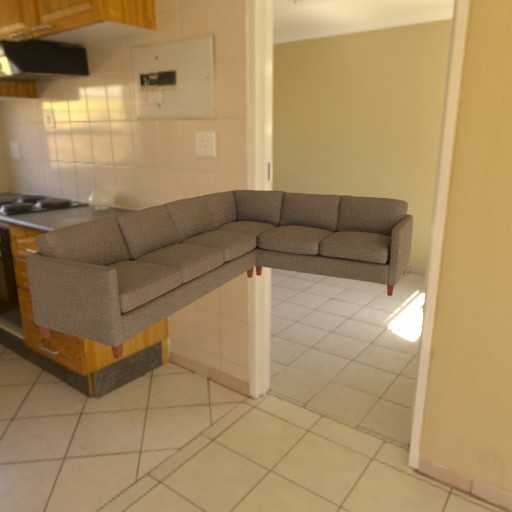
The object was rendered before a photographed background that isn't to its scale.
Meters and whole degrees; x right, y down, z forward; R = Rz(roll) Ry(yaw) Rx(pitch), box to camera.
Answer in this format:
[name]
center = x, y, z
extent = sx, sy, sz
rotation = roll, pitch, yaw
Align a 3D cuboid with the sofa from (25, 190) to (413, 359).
[sofa]
center = 0.000, 0.000, 4.455
extent = 2.593, 0.947, 3.302
rotation = 8, 17, 26
